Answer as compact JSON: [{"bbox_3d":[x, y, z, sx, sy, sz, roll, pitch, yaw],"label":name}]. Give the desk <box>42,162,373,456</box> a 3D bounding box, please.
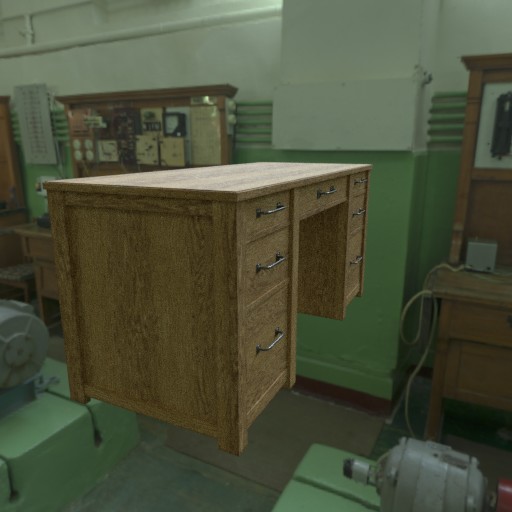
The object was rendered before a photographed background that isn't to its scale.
[{"bbox_3d":[0.000,0.000,1.979,0.685,0.751,1.567,7,16,25],"label":"desk"}]
